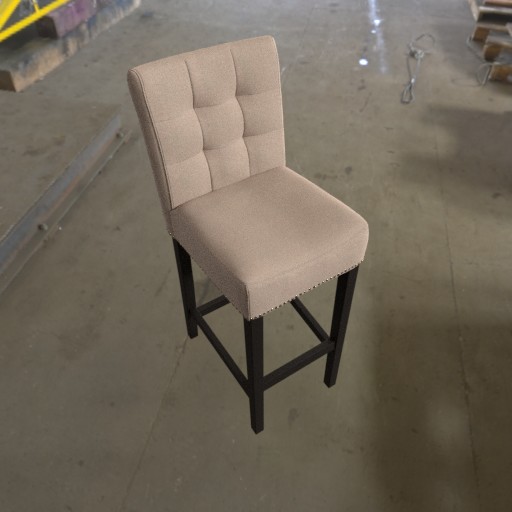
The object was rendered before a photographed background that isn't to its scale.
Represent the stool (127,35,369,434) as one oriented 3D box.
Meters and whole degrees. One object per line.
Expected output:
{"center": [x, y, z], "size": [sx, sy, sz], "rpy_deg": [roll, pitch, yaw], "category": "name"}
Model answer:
{"center": [0.000, 0.000, 1.326], "size": [0.411, 1.047, 0.548], "rpy_deg": [-25, 51, -22], "category": "stool"}
